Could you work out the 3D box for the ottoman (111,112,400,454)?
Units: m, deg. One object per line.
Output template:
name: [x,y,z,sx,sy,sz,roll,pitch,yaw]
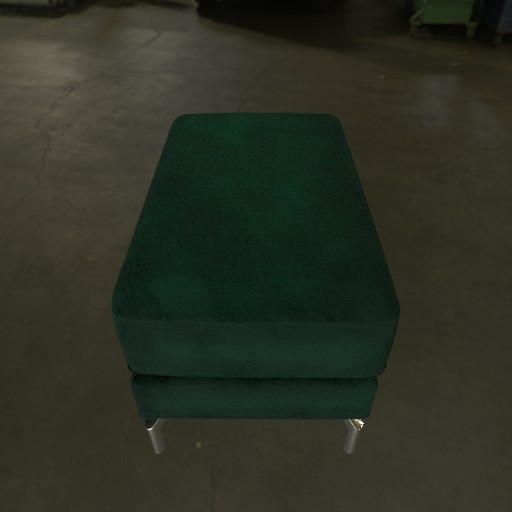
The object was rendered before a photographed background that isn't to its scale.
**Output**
ottoman: [0.000,0.000,1.245,0.536,0.533,0.886,0,41,0]
